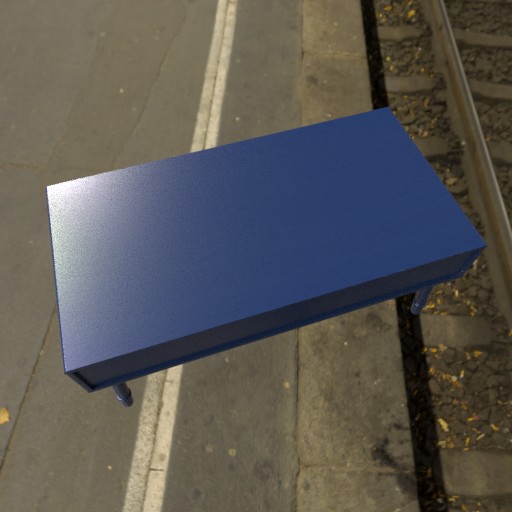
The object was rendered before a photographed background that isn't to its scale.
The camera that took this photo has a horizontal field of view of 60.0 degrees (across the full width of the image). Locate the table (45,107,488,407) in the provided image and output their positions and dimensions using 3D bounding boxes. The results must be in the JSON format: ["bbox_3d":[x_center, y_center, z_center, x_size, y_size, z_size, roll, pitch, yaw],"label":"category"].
[{"bbox_3d":[0.000,0.000,1.384,1.067,0.457,0.572,-16,60,-9],"label":"table"}]
